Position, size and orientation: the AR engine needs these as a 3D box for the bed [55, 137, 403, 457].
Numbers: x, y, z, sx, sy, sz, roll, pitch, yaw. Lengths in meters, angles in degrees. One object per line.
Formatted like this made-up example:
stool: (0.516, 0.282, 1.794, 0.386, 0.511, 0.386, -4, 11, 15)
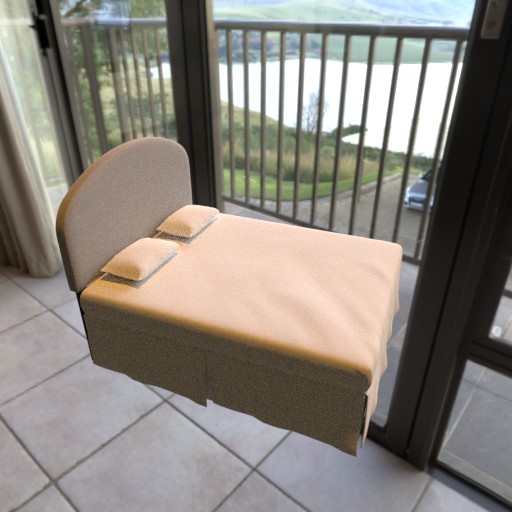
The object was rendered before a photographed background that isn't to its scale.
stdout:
bed: (0.000, 0.000, 3.128, 2.005, 1.410, 1.607, 11, 32, 19)
